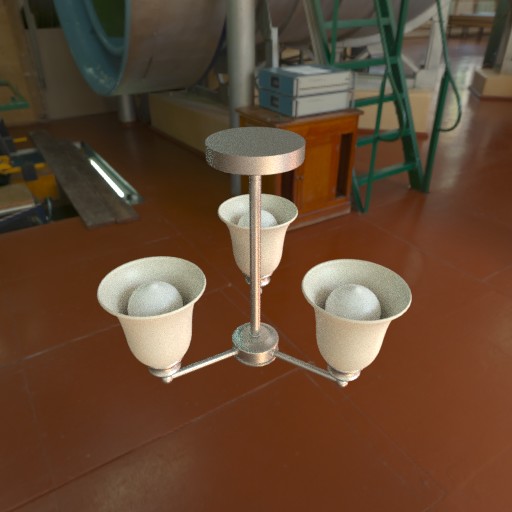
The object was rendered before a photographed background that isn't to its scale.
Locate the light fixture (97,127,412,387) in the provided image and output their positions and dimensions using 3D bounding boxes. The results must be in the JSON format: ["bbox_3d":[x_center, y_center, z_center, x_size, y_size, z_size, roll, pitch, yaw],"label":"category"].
[{"bbox_3d":[0.000,0.000,0.661,0.388,0.370,0.354,1,31,1],"label":"light fixture"}]
